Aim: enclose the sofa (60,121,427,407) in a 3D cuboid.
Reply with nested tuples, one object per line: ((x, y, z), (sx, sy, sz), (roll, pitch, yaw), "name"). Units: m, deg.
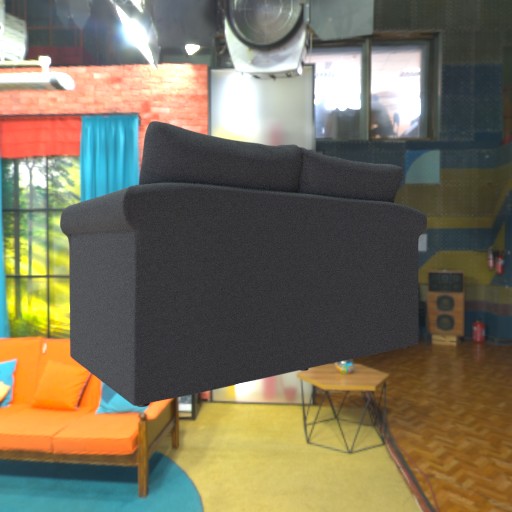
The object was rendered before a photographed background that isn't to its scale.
((0.000, 0.000, 1.953), (1.460, 0.872, 0.741), (-1, 1, -36), "sofa")
